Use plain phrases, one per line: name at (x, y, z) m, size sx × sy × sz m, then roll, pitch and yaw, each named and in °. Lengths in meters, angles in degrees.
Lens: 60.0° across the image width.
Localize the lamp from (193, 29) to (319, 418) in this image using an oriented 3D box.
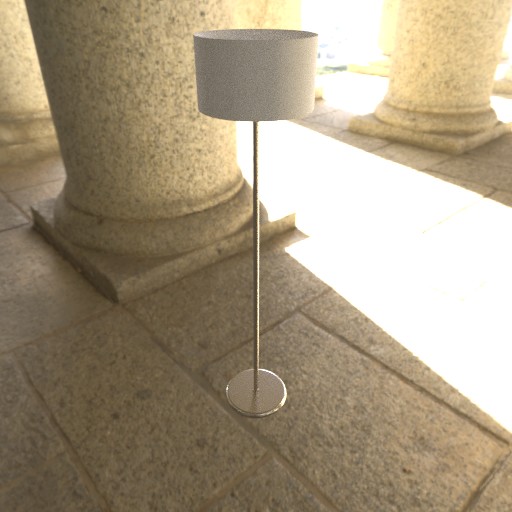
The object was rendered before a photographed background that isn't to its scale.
lamp at (0.000, 0.000, 1.605) m, size 0.347 × 1.443 × 0.347 m, roll 10°, pitch 33°, yaw 17°
